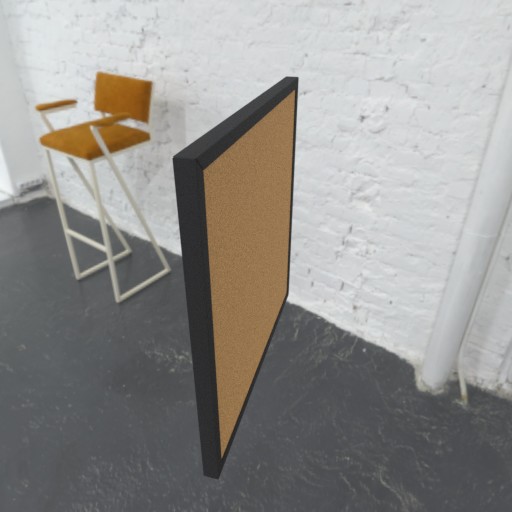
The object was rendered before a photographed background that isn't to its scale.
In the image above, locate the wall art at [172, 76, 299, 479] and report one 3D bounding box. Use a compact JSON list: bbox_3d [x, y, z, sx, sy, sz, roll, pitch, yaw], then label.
[{"bbox_3d":[0.000,0.000,1.150,0.037,0.763,0.763,8,32,14],"label":"wall art"}]
